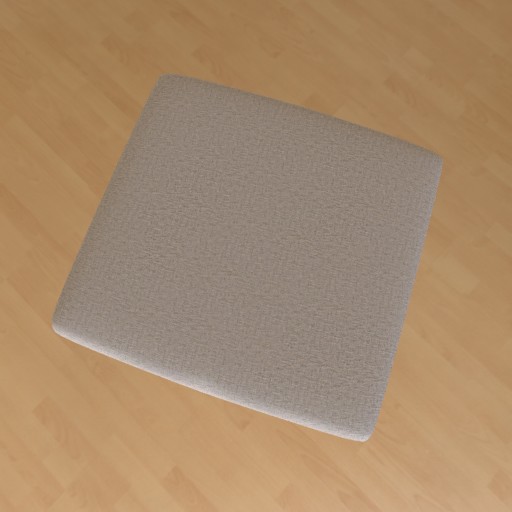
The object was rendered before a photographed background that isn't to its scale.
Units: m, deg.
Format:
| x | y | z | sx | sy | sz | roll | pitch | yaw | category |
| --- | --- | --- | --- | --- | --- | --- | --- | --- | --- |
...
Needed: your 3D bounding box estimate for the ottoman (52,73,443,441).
| x | y | z | sx | sy | sz | roll | pitch | yaw | category |
| --- | --- | --- | --- | --- | --- | --- | --- | --- | --- |
| 0.000 | 0.000 | 1.058 | 0.655 | 0.399 | 0.648 | 18 | 77 | 4 | ottoman |
